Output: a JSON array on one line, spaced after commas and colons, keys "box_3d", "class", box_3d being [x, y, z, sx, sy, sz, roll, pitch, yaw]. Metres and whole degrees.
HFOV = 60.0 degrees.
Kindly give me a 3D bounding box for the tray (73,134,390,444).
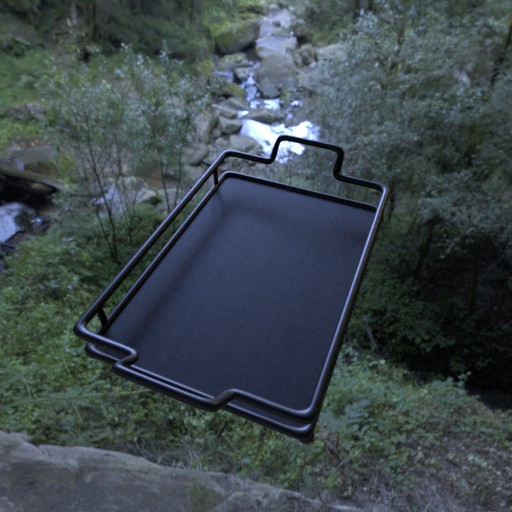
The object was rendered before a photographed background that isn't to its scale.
[{"box_3d": [0.000, 0.000, 0.619, 0.297, 0.101, 0.495, 16, 47, 16], "class": "tray"}]
